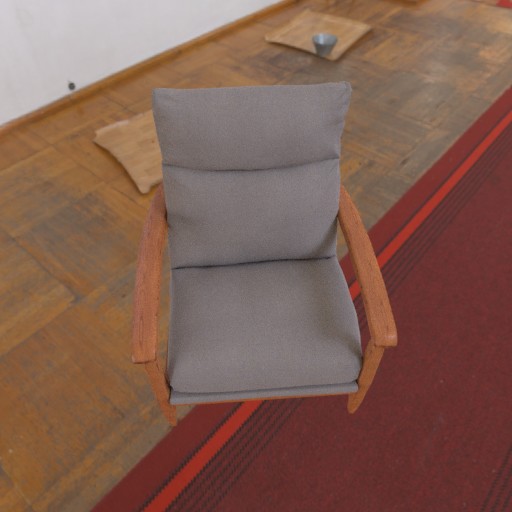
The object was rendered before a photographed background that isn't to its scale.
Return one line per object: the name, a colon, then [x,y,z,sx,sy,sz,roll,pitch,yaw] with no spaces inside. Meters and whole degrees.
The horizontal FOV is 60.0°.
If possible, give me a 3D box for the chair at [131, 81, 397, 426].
chair: [0.000,0.000,1.510,0.782,0.922,0.816,-3,47,-3]
